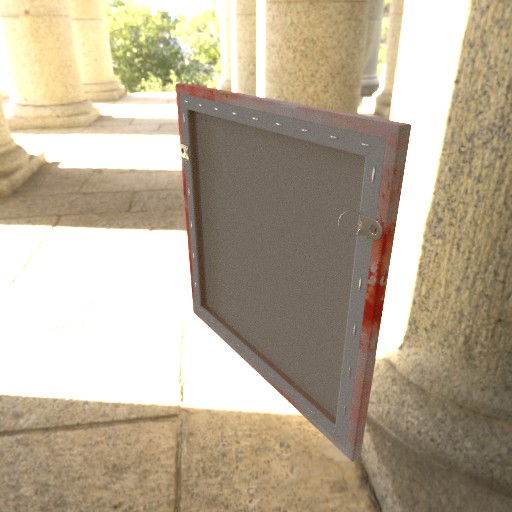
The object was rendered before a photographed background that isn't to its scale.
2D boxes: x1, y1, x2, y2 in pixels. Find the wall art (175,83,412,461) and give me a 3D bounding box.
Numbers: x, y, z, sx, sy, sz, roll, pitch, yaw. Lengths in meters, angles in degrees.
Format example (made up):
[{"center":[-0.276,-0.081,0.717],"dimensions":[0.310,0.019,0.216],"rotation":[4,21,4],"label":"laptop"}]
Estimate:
[{"center":[0.000,0.000,1.301],"dimensions":[0.066,0.878,0.878],"rotation":[-18,32,-32],"label":"wall art"}]
